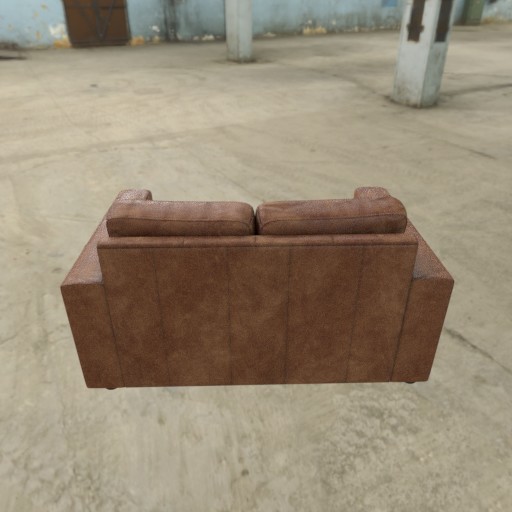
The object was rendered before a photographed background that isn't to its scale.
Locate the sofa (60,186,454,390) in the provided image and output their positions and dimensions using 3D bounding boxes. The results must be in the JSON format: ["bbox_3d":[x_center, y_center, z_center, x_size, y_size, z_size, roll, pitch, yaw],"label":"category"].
[{"bbox_3d":[0.000,0.000,2.323,1.626,0.889,1.041,-1,30,-1],"label":"sofa"}]
